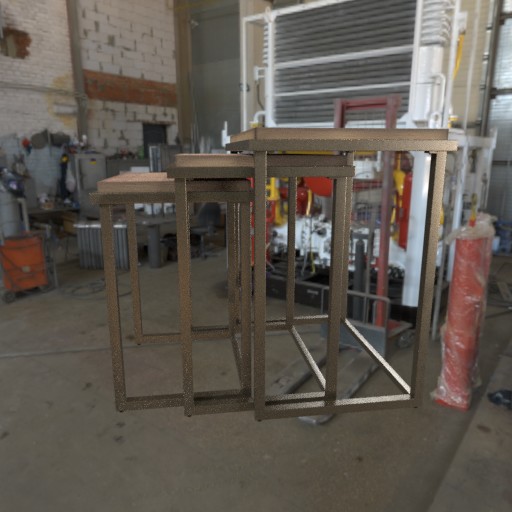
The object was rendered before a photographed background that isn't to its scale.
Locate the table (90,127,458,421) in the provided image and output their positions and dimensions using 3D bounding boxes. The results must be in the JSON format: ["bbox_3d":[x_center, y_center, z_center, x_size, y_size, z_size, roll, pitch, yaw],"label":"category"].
[{"bbox_3d":[0.000,0.000,1.140,0.706,0.610,0.559,-2,13,-8],"label":"table"}]
